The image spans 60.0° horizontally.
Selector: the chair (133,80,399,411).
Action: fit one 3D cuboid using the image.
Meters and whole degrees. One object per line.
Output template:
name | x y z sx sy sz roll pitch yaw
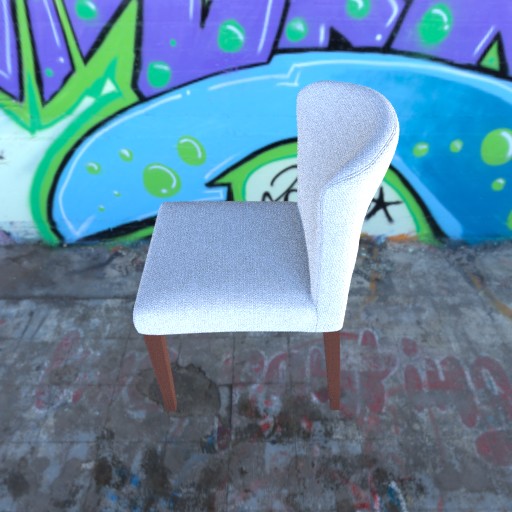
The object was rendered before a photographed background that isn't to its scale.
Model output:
chair | 0.000 0.000 1.204 0.589 0.839 0.491 -1 41 -1
